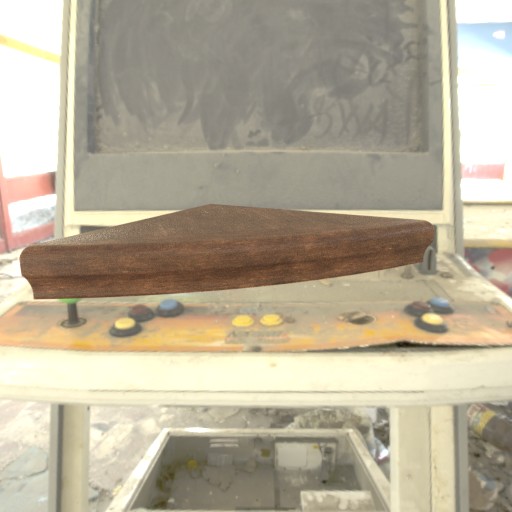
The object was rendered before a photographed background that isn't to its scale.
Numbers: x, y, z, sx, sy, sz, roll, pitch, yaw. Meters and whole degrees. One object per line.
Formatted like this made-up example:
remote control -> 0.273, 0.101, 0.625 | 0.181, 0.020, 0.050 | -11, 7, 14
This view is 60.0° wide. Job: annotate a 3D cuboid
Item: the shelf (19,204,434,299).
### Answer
shelf -> 0.000, 0.000, 0.456 | 0.310, 0.050, 0.310 | 7, 16, 26
